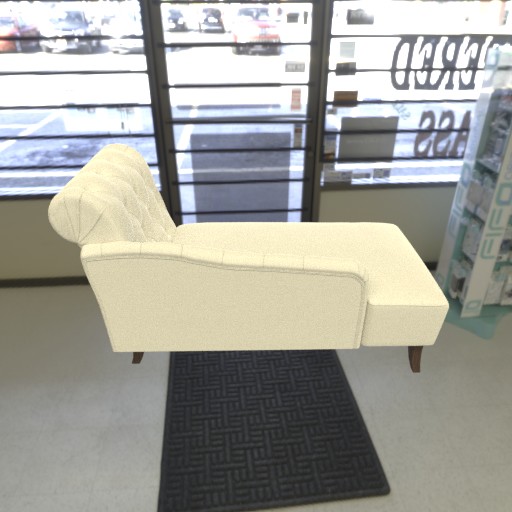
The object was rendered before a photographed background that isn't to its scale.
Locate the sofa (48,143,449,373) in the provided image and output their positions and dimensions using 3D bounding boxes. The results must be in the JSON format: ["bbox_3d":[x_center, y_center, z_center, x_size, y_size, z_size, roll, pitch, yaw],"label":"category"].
[{"bbox_3d":[0.000,0.000,1.839,1.379,0.787,0.675,-1,30,-1],"label":"sofa"}]
